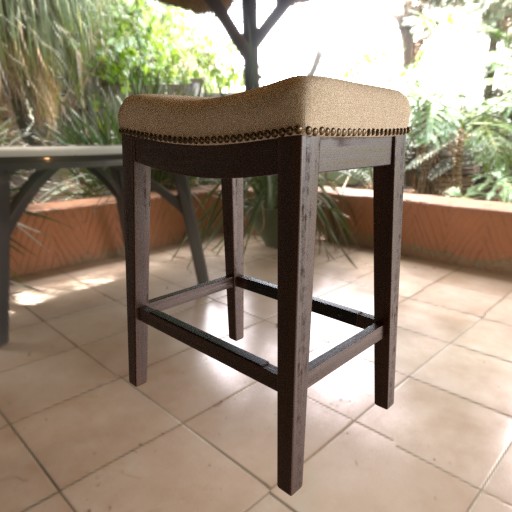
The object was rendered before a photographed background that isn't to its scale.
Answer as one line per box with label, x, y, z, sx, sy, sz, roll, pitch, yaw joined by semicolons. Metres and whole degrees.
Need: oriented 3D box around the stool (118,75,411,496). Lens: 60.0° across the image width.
stool;0.000;0.000;0.945;0.509;0.669;0.363;15;21;42
